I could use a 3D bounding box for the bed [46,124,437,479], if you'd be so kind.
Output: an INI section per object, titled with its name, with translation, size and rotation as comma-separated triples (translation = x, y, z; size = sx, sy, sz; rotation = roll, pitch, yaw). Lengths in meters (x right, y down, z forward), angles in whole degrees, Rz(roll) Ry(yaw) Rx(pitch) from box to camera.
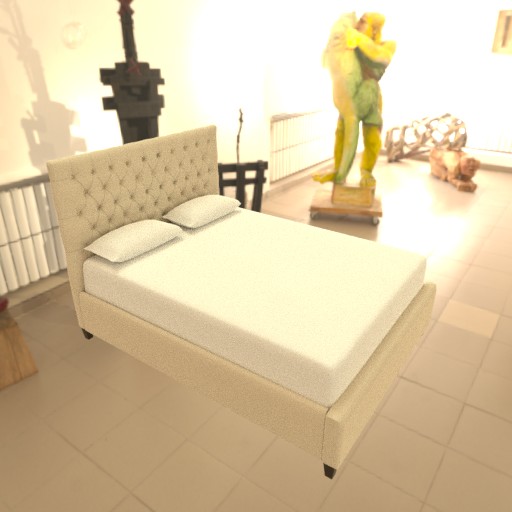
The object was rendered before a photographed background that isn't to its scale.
[bed]
translation = 0.000, 0.000, 3.239
size = 2.233, 1.426, 1.696
rotation = 18, 31, 31
